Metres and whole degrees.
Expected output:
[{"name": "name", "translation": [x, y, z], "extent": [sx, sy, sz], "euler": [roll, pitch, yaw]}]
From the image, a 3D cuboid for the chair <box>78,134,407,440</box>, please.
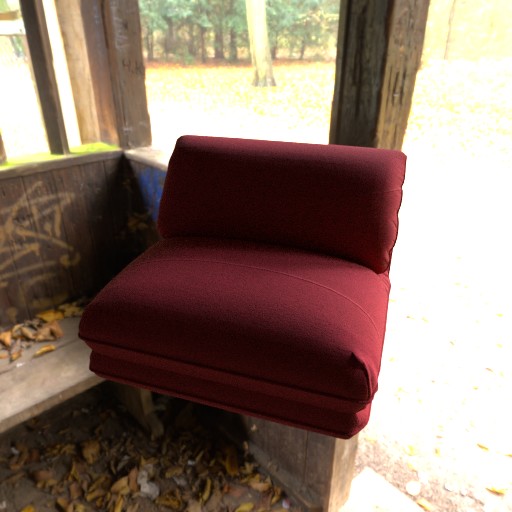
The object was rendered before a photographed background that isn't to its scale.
[{"name": "chair", "translation": [0.000, 0.000, 1.362], "extent": [0.820, 0.580, 0.780], "euler": [9, 29, 16]}]
